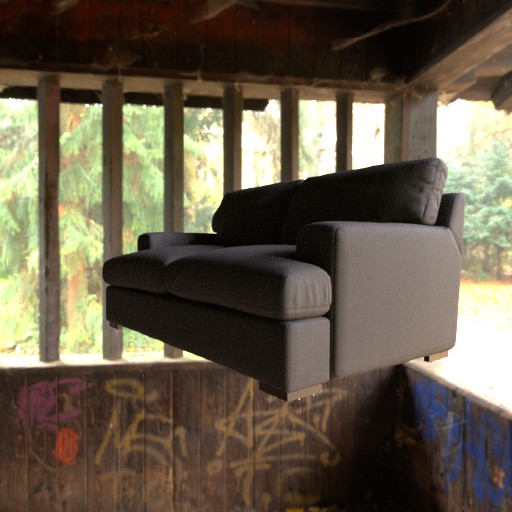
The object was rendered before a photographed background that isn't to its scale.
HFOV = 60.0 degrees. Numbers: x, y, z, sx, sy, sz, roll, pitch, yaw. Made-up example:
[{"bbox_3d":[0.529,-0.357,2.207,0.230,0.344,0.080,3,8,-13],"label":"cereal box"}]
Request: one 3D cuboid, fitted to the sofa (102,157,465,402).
[{"bbox_3d":[0.000,0.000,2.477,1.143,0.940,1.880,-1,2,-37],"label":"sofa"}]
